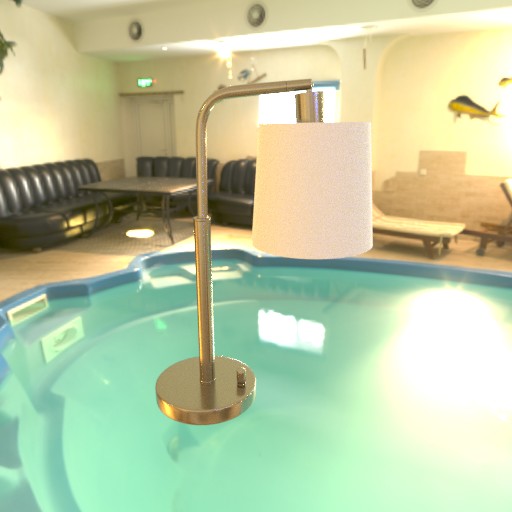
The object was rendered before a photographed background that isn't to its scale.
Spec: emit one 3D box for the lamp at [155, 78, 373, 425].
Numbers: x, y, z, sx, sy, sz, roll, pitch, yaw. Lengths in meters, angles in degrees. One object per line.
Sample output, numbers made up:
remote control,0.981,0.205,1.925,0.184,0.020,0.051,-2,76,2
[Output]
lamp,0.000,0.000,0.658,0.333,0.489,0.171,3,17,9
